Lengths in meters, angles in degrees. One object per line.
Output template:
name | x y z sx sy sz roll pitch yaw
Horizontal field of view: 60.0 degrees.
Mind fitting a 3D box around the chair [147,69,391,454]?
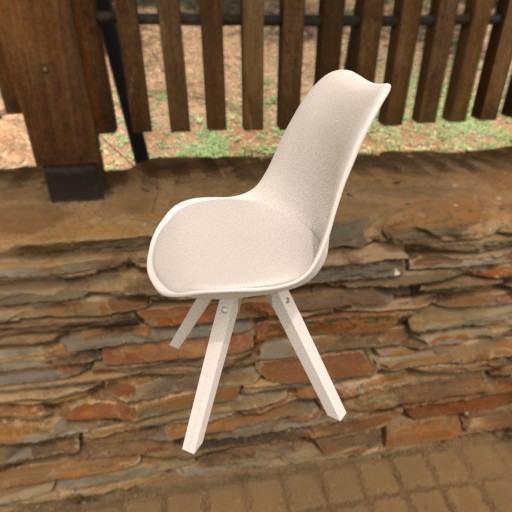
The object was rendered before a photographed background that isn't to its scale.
chair | 0.000 0.000 1.145 0.550 0.850 0.485 -8 31 -12
